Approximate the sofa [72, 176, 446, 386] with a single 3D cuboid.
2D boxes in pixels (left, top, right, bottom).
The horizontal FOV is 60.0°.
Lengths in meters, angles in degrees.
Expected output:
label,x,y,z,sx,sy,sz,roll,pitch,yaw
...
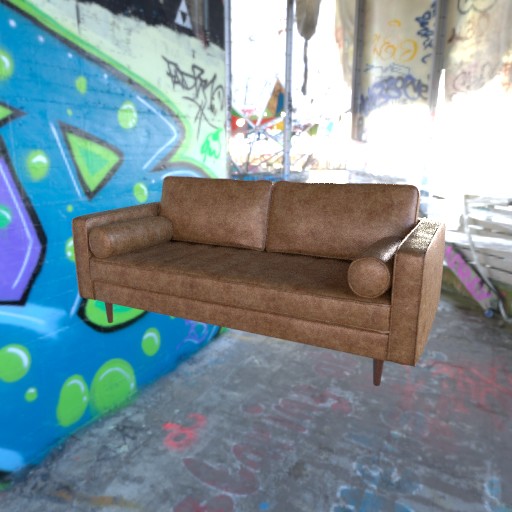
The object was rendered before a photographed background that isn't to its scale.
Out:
label,x,y,z,sx,sy,sz,roll,pitch,yaw
sofa,0.000,0.000,2.509,1.920,0.825,0.924,7,15,26
